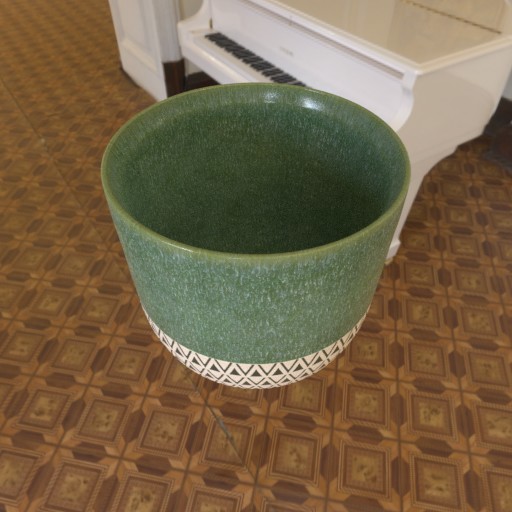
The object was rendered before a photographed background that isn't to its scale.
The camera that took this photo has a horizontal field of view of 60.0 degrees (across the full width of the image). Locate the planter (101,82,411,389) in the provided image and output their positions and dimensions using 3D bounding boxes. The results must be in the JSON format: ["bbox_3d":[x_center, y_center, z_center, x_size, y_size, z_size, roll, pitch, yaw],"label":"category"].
[{"bbox_3d":[0.000,0.000,0.486,0.266,0.270,0.266,0,46,0],"label":"planter"}]
